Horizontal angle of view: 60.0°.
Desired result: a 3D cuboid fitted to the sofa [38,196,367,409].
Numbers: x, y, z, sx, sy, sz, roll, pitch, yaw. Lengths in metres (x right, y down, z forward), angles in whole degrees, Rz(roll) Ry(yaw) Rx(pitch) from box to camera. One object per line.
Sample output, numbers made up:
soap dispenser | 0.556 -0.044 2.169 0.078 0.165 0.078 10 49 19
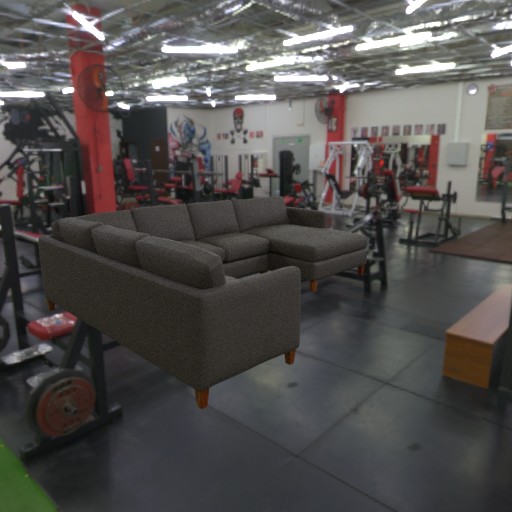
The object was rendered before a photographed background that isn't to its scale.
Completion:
sofa | 0.000 0.000 4.630 3.460 0.961 2.594 -13 18 -43
